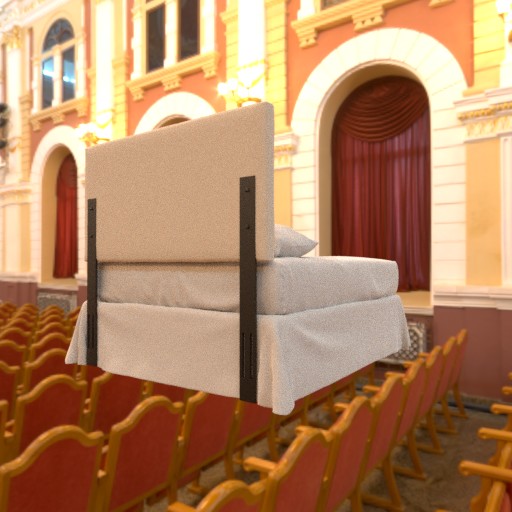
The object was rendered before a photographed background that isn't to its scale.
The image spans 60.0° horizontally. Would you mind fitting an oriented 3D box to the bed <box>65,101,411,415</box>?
[{"bbox_3d":[0.000,0.000,3.572,1.936,1.577,2.222,-1,-1,36],"label":"bed"}]
